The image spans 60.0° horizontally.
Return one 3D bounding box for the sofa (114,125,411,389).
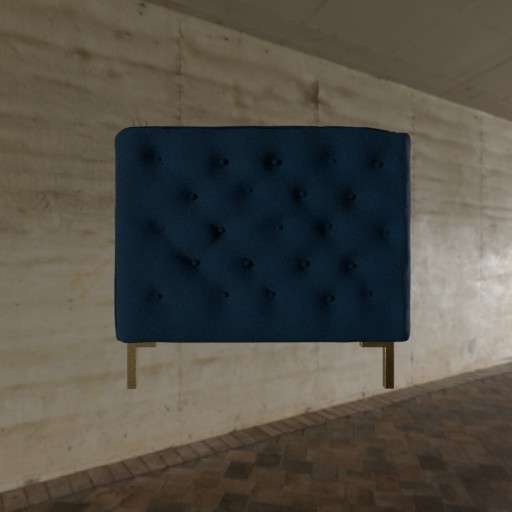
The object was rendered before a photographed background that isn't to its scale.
[{"bbox_3d":[0.000,0.000,2.075,0.909,0.810,1.583,0,0,-1],"label":"sofa"}]
